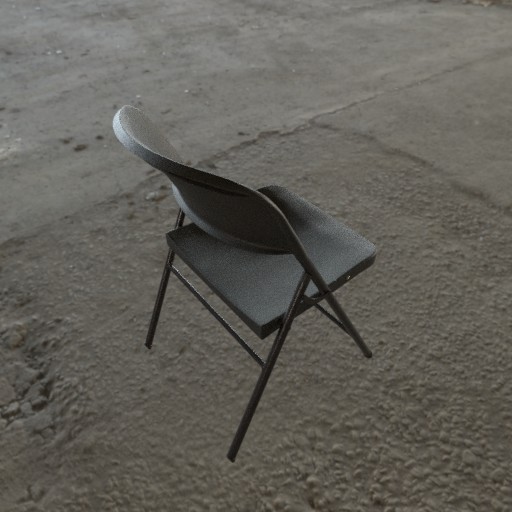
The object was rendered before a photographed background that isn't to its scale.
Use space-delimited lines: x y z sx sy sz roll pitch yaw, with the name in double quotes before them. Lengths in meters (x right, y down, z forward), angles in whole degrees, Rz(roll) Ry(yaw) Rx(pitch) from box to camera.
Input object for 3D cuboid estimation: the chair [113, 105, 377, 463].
"chair" 0.000 0.000 1.161 0.567 0.810 0.494 -27 47 -28
